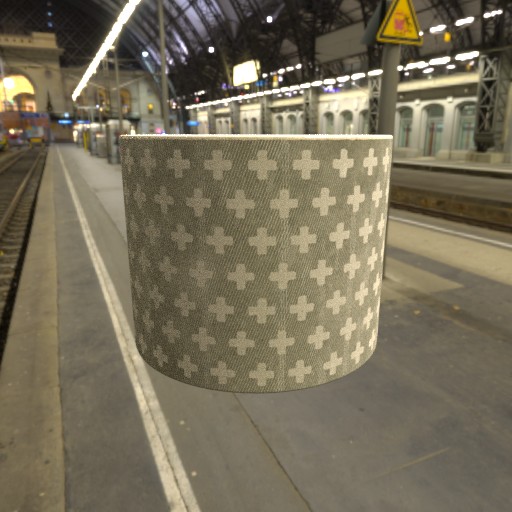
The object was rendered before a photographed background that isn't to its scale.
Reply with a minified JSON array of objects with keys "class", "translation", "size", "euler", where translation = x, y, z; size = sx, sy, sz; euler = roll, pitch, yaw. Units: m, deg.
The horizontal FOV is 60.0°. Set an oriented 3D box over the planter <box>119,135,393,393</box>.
[{"class":"planter","translation":[0.000,0.000,0.454],"size":[0.250,0.239,0.250],"euler":[0,15,0]}]
